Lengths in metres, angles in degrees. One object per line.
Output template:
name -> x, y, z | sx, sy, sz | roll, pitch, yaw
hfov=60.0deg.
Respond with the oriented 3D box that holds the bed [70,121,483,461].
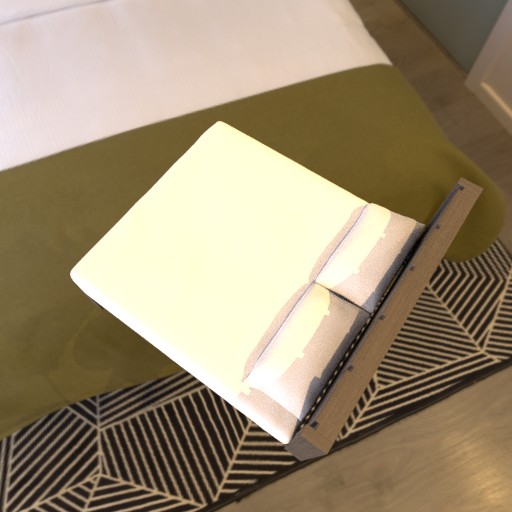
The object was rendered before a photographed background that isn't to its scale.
bed -> 0.000, 0.000, 3.070 | 1.992, 1.261, 1.735 | 33, 68, 15
